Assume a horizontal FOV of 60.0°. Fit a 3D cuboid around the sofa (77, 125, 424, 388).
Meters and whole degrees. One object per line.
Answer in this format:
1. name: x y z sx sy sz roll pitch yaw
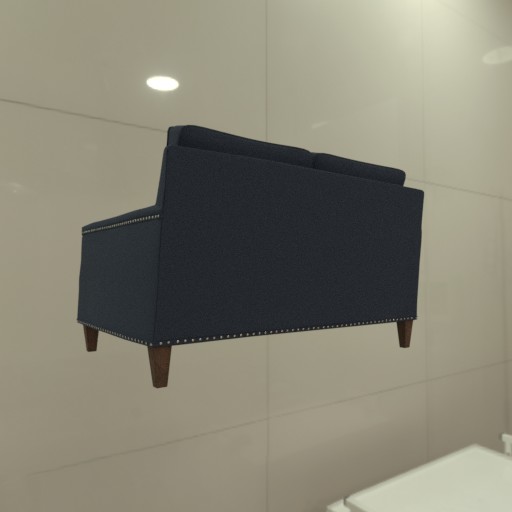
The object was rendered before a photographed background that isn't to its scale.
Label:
1. sofa: 0.000 0.000 2.381 1.597 1.003 1.084 1 -2 -36
